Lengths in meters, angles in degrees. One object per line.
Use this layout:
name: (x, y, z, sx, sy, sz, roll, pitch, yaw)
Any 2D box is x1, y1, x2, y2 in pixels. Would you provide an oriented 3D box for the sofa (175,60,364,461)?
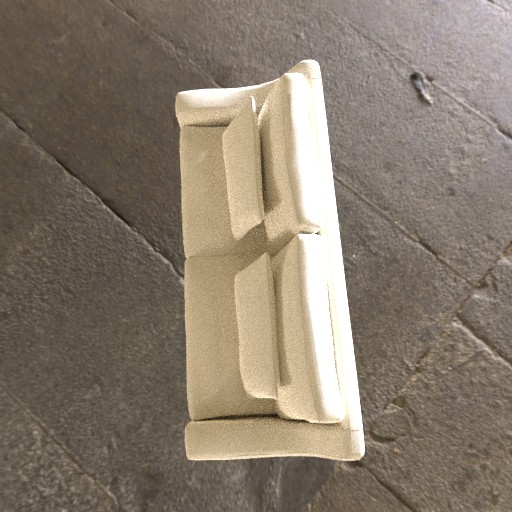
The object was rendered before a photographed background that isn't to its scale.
sofa: (0.000, 0.000, 2.965, 1.009, 1.022, 2.470, -4, 76, -1)
